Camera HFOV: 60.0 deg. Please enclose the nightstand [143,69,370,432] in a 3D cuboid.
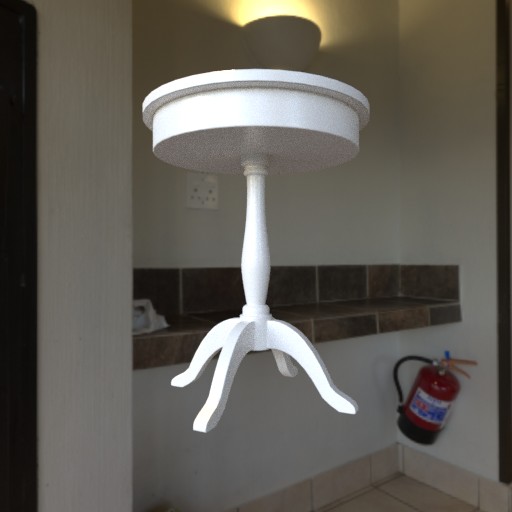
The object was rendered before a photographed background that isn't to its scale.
[{"bbox_3d":[0.000,0.000,1.030,0.513,0.653,0.513,0,0,36],"label":"nightstand"}]
